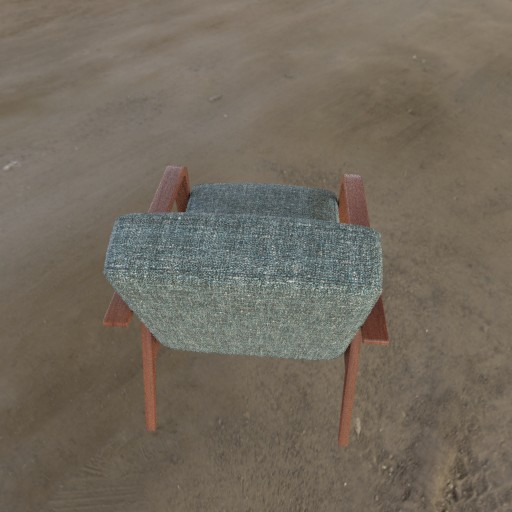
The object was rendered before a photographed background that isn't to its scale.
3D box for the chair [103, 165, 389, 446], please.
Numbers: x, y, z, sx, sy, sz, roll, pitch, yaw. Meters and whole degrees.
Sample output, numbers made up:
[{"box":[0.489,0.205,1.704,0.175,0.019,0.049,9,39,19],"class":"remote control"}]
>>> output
[{"box":[0.000,0.000,1.481,0.719,0.864,0.889,3,48,3],"class":"chair"}]
